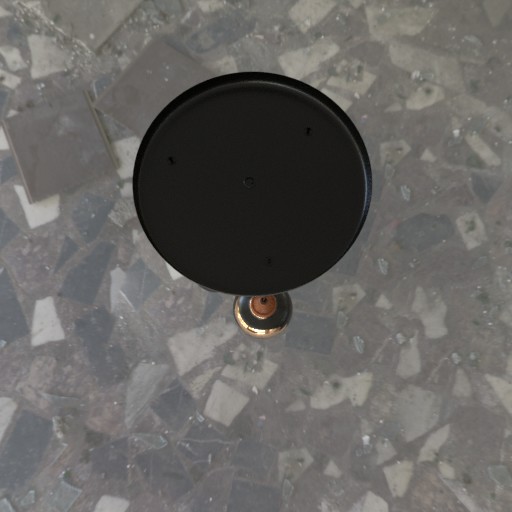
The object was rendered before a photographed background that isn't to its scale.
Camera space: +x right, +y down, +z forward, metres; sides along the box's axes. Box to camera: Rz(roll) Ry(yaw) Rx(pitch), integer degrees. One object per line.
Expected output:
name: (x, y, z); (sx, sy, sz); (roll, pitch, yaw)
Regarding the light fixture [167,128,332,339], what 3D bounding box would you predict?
light fixture: (0.000, 0.000, 1.710); (0.608, 1.410, 0.605); (-17, 77, -4)
